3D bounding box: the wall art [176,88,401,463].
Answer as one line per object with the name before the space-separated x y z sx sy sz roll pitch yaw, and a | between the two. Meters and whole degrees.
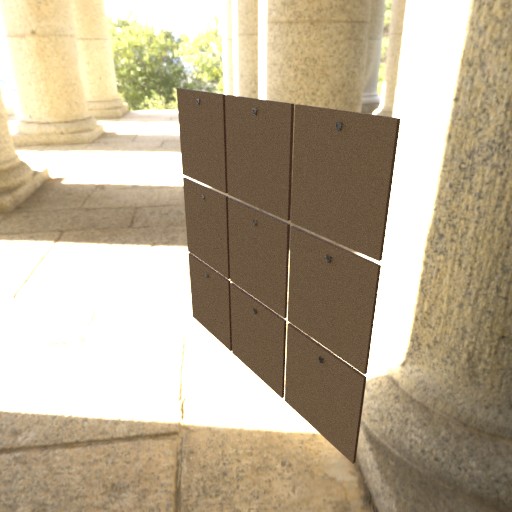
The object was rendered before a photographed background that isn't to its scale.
wall art | 0.000 0.000 1.816 0.019 1.218 1.221 -17 30 -32
